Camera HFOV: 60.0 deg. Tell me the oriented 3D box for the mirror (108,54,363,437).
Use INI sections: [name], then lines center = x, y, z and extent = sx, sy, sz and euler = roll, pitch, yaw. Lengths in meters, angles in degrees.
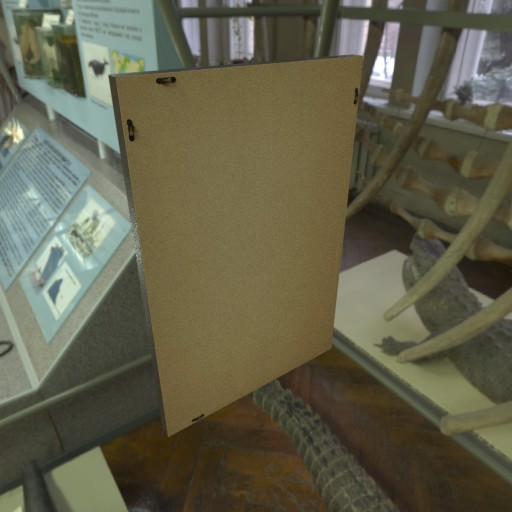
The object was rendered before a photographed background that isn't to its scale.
[mirror]
center = 0.000, 0.000, 1.142
extent = 0.609, 0.915, 0.041
euler = -20, 35, -30
